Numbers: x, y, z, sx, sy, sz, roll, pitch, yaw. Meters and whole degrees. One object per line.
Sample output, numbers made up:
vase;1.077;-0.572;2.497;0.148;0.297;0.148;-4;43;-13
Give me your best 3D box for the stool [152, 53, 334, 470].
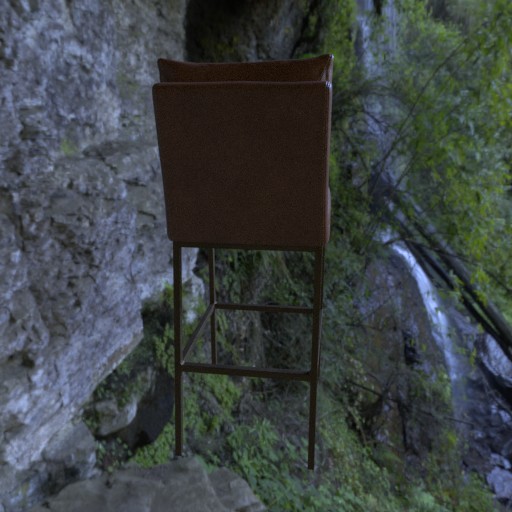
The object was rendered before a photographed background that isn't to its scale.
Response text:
stool;0.000;0.000;1.420;0.463;1.124;0.571;2;16;8
